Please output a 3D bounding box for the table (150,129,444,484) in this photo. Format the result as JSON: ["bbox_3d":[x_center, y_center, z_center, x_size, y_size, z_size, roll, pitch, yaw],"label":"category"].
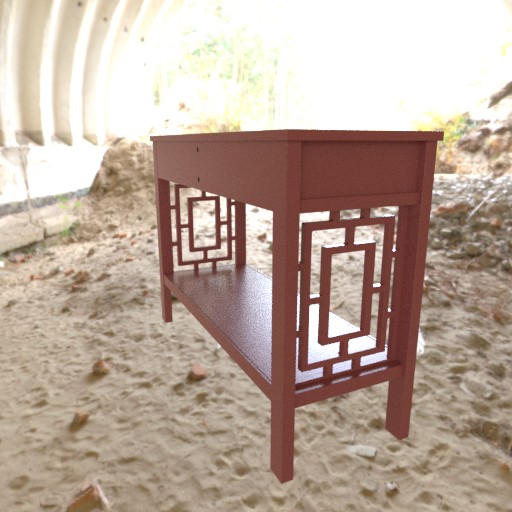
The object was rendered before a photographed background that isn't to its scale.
[{"bbox_3d":[0.000,0.000,1.421,0.397,0.753,1.068,-7,16,-25],"label":"table"}]
